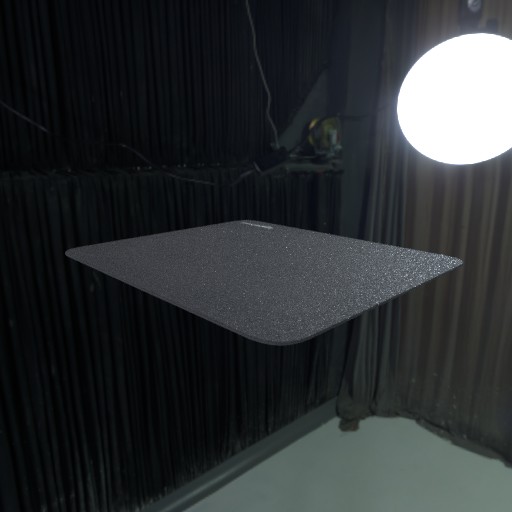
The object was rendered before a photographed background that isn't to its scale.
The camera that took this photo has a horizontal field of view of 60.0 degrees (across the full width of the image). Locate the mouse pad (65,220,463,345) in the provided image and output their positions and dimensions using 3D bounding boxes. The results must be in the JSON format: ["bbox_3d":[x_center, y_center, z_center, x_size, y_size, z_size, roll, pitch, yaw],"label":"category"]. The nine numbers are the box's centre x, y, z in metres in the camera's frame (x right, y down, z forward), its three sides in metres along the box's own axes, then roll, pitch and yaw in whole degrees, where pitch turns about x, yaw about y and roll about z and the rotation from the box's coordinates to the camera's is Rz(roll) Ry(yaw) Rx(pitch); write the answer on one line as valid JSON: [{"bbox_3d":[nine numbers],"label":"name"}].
[{"bbox_3d":[0.000,0.000,0.442,0.269,0.002,0.315,-14,20,-42],"label":"mouse pad"}]
